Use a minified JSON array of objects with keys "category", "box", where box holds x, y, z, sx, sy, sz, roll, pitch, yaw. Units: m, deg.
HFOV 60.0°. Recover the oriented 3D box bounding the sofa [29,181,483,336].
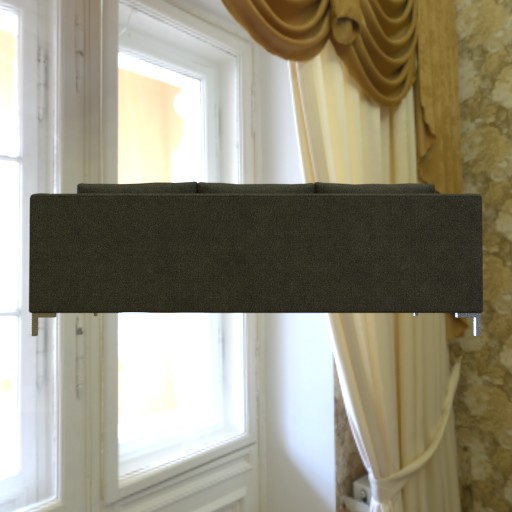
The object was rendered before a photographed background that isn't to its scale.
[{"category":"sofa","box":[0.000,0.000,2.832,2.415,0.867,0.969,0,-1,0]}]
